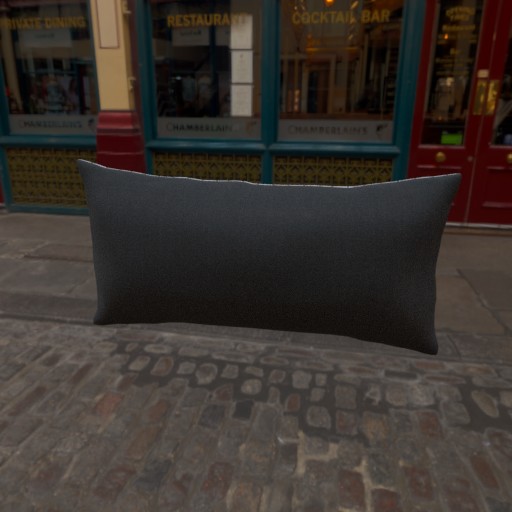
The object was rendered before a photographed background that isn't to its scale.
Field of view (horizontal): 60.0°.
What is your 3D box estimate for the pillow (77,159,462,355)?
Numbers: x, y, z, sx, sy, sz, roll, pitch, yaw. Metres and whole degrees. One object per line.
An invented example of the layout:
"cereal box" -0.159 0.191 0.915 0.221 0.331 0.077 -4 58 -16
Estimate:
"pillow" 0.000 0.000 0.736 0.609 0.305 0.151 3 18 9
